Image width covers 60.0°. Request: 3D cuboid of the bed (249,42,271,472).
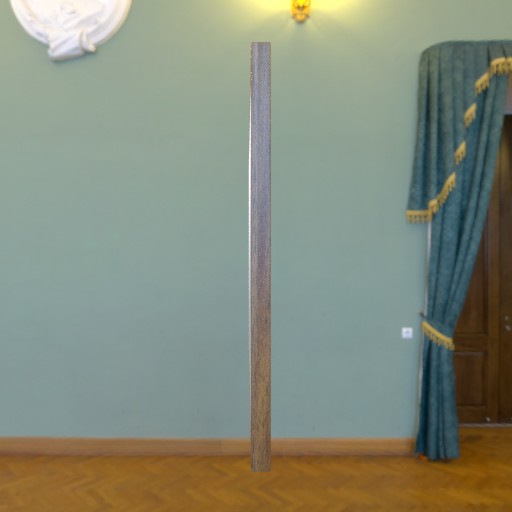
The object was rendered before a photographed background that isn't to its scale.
[{"bbox_3d":[0.000,0.000,1.488,0.043,0.940,1.041,0,0,-1],"label":"bed"}]
